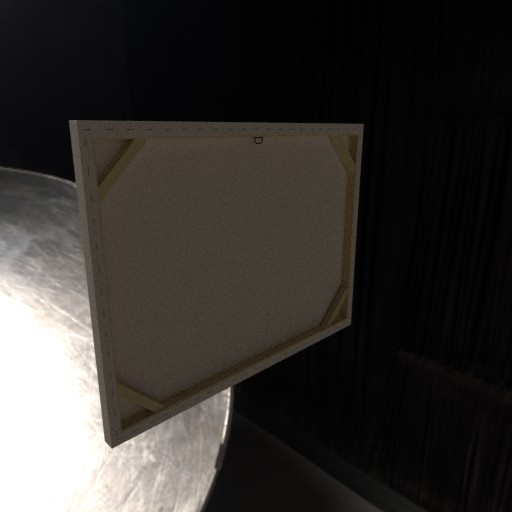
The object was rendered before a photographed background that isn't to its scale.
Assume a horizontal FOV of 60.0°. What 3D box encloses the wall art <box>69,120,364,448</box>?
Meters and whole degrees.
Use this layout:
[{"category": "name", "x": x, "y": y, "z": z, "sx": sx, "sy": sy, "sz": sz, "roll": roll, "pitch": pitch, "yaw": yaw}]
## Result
[{"category": "wall art", "x": 0.000, "y": 0.000, "z": 1.325, "sx": 1.016, "sy": 0.762, "sz": 0.038, "roll": -15, "pitch": 22, "yaw": -42}]
